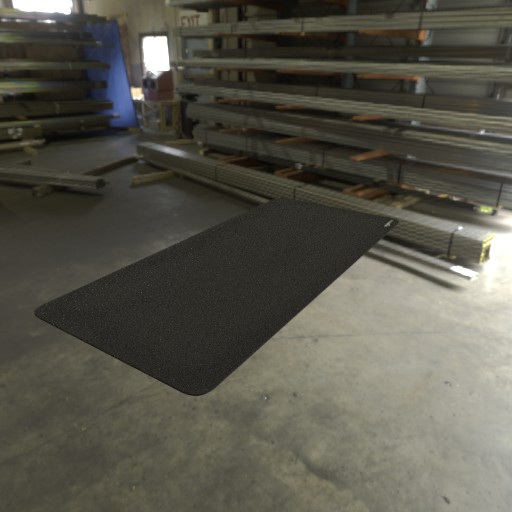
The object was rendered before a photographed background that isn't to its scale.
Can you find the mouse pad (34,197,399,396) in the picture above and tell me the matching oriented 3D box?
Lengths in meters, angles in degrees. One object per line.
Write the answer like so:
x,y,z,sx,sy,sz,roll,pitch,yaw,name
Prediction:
0.000,0.000,1.067,0.424,0.003,0.907,15,28,31,mouse pad
